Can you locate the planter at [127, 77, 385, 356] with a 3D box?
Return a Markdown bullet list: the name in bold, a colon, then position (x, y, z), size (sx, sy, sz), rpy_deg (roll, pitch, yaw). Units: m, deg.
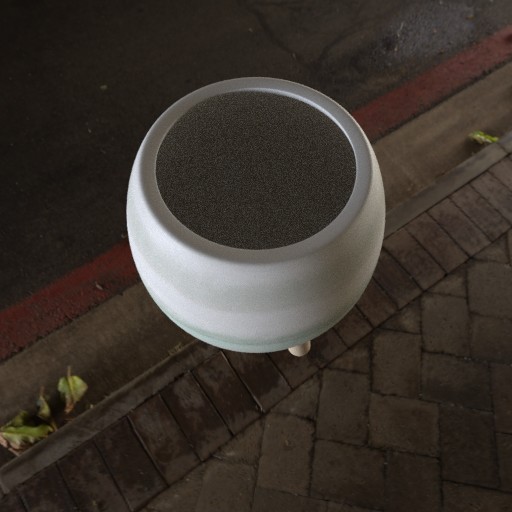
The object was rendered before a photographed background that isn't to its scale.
- **planter**: position (0.000, 0.000, 0.332), size (0.161, 0.224, 0.161), rpy_deg (0, 63, 0)
